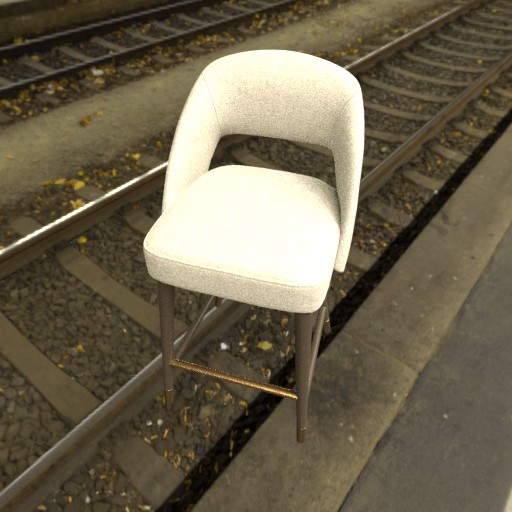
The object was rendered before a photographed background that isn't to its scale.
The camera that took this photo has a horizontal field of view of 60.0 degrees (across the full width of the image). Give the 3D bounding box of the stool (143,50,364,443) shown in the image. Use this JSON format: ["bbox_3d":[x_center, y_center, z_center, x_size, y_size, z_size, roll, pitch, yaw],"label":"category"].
[{"bbox_3d":[0.000,0.000,1.229,0.494,0.940,0.509,12,43,13],"label":"stool"}]
